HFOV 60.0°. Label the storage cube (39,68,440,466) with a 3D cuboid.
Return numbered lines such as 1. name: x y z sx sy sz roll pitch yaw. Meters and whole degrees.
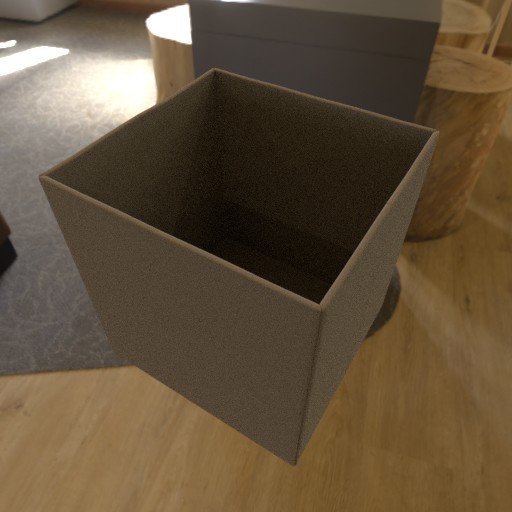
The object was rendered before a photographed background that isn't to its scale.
1. storage cube: 0.000 0.000 0.499 0.270 0.280 0.270 24 51 22
